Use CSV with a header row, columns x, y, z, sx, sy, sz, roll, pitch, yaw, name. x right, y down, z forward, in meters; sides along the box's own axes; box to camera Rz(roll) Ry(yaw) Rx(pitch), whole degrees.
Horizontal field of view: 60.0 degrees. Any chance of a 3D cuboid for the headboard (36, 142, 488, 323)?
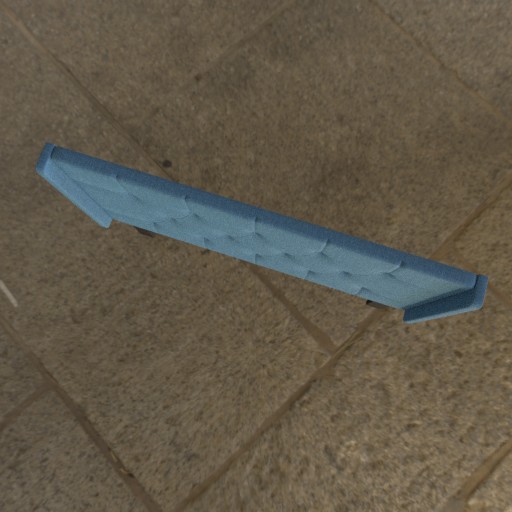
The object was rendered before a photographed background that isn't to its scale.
x,y,z,sx,sy,sz,roll,pitch,yaw,name
0.000,0.000,2.686,2.051,1.524,0.184,17,78,4,headboard
